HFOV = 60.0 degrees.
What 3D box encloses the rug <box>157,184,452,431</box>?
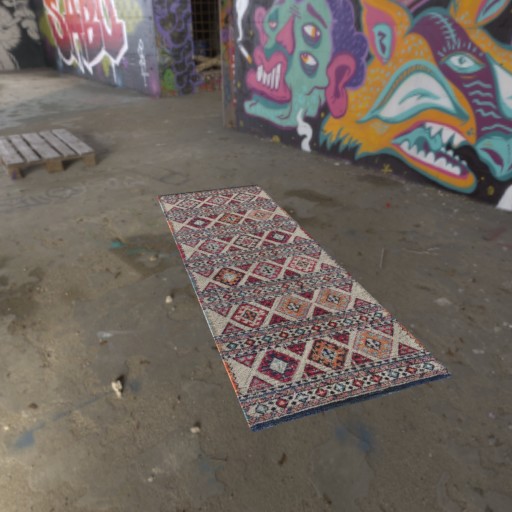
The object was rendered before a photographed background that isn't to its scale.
[{"bbox_3d":[0.000,0.000,2.594,0.832,0.008,2.362,-9,30,-16],"label":"rug"}]
